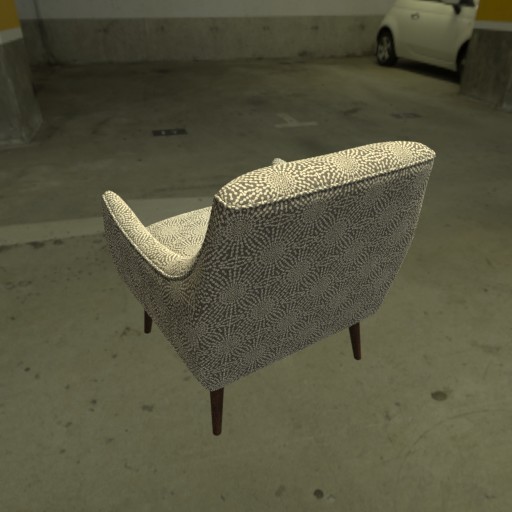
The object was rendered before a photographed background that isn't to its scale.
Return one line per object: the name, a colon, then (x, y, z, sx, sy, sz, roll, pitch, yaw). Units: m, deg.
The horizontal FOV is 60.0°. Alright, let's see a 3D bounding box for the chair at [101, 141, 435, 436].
chair: (0.000, 0.000, 1.451, 0.762, 0.838, 0.787, -18, 35, -28)
